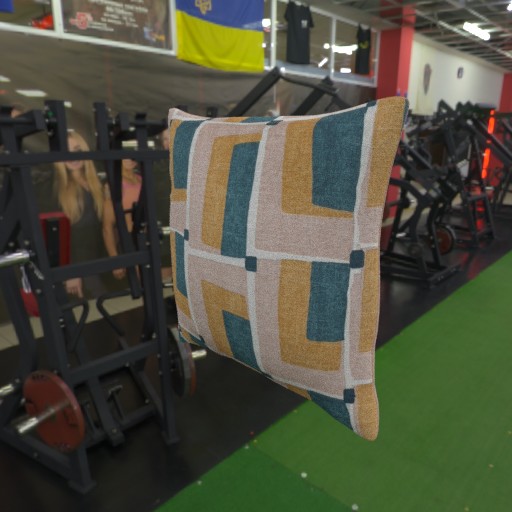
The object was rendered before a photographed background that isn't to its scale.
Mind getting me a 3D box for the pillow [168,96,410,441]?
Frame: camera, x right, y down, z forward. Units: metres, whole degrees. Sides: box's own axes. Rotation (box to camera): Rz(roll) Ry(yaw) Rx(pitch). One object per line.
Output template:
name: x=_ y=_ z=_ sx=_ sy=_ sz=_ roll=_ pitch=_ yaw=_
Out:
pillow: x=0.000 y=0.000 z=0.733 sx=0.478 sy=0.479 sz=0.158 roll=15 pitch=22 yaw=42
